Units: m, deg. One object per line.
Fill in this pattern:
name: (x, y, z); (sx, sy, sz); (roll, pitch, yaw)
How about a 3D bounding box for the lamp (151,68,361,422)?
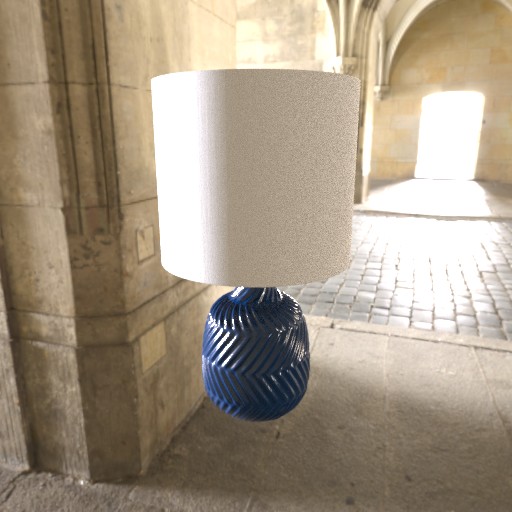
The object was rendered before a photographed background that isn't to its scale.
lamp: (0.000, 0.000, 0.488); (0.203, 0.368, 0.203); (-8, 17, -27)
